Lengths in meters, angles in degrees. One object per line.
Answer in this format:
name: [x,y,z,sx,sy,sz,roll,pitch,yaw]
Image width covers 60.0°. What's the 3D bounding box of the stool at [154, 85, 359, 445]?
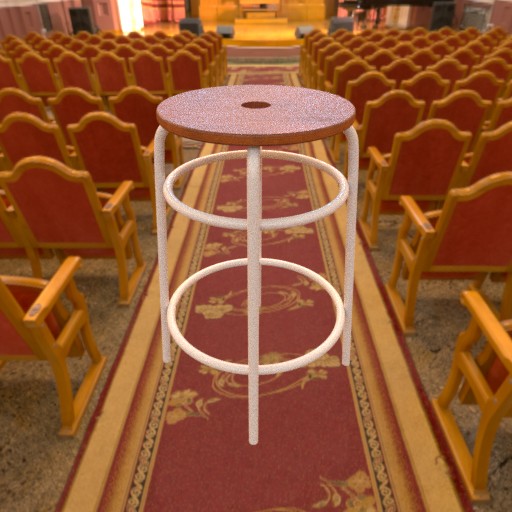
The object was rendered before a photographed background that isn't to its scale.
stool: [0.000,0.000,0.919,0.455,0.610,0.455,1,32,1]
